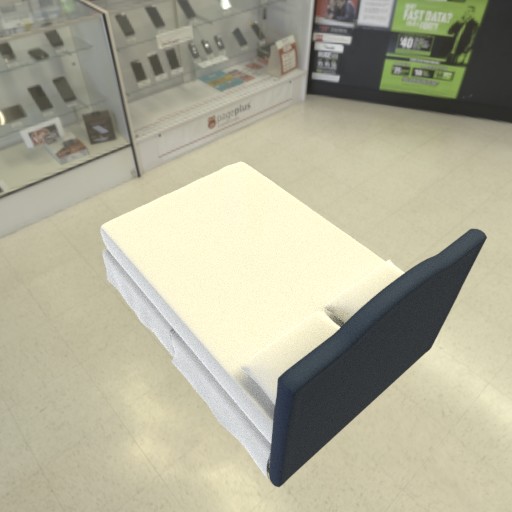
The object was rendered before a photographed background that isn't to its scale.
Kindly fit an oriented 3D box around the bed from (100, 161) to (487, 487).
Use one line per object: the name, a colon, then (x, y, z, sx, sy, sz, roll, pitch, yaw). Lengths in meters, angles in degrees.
bed: (0.000, 0.000, 3.501, 1.741, 1.441, 2.507, -31, 53, -26)
